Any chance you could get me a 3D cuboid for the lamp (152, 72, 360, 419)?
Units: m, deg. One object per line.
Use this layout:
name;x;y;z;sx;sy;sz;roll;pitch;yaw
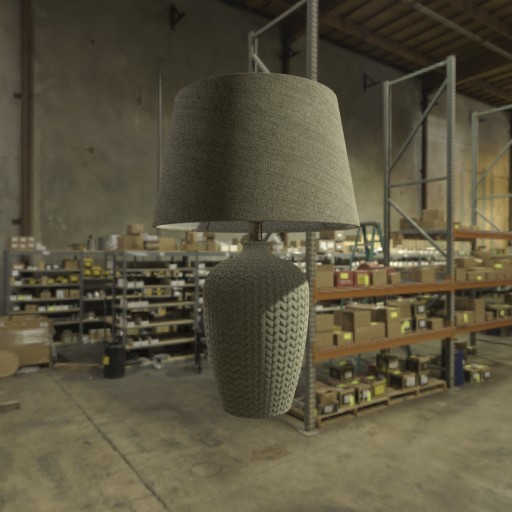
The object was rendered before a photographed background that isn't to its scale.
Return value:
lamp;0.000;0.000;0.853;0.390;0.580;0.390;0;0;0
